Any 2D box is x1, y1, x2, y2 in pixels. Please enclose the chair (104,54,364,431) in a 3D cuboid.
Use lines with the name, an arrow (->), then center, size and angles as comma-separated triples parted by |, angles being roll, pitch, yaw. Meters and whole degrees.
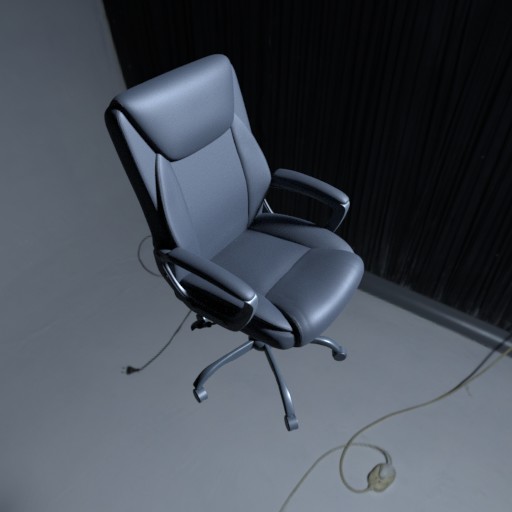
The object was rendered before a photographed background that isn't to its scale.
chair -> 0.000, 0.000, 1.447 | 0.655, 1.072, 0.615 | 26, 48, 26
